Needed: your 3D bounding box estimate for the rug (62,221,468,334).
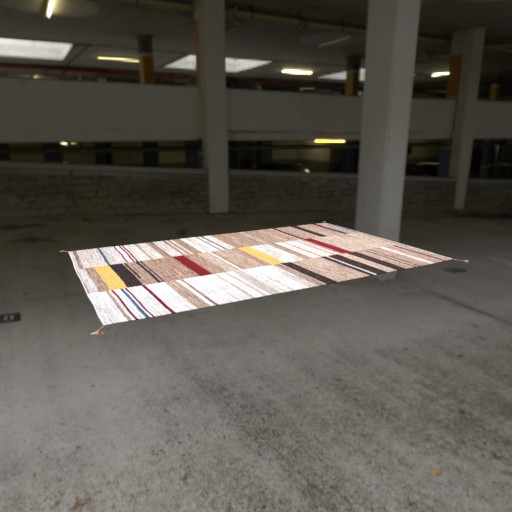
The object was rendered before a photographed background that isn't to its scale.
[{"bbox_3d":[0.000,0.000,2.444,1.918,0.007,1.268,-8,17,-27],"label":"rug"}]
